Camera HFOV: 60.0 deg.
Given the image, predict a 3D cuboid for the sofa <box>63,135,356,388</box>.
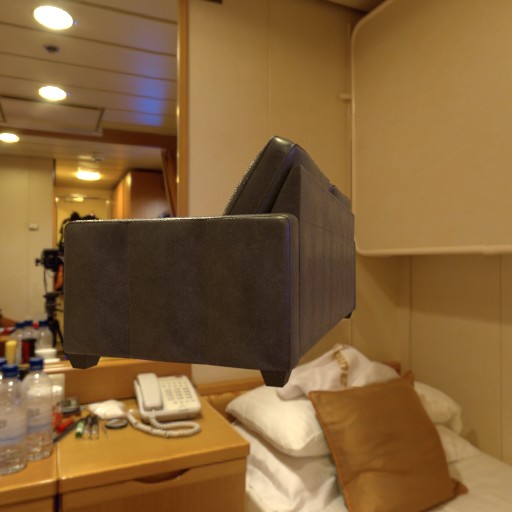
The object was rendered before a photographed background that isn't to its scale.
[{"bbox_3d":[0.000,0.000,2.575,0.939,0.916,2.081,0,-1,19],"label":"sofa"}]
